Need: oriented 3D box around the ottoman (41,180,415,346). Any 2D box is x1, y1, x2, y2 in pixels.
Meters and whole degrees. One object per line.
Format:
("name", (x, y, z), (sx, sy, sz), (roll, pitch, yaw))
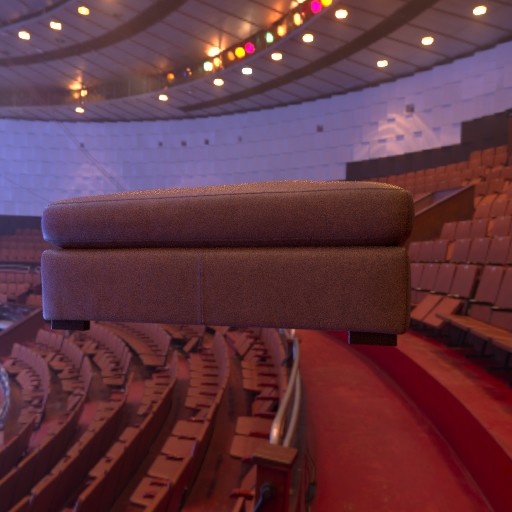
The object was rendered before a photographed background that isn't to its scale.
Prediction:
("ottoman", (0.000, 0.000, 1.815), (1.168, 0.490, 1.168), (0, -1, 16))
